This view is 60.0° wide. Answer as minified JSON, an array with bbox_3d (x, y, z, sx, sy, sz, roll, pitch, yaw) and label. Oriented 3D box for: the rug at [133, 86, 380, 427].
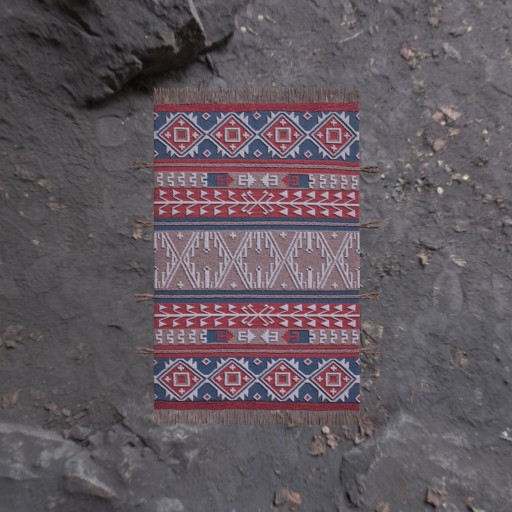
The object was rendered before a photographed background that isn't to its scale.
[{"bbox_3d":[0.000,0.000,2.636,1.469,0.040,2.025,0,90,1],"label":"rug"}]
